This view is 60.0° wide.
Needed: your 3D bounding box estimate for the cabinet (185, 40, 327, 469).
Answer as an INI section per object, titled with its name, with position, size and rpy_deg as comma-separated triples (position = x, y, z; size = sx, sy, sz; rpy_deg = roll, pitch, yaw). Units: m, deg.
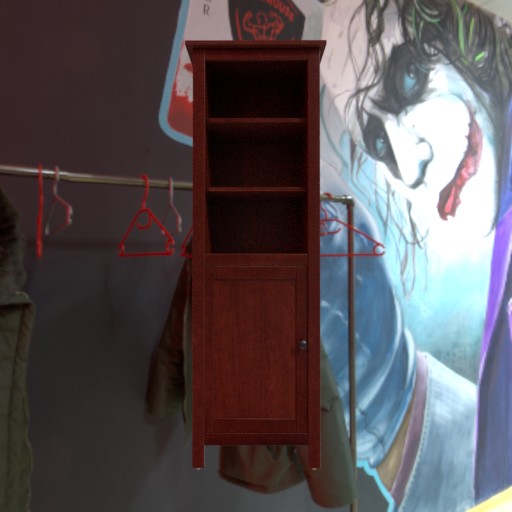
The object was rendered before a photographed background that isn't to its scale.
[cabinet]
position = 0.000, 0.000, 1.754
size = 0.500, 1.518, 0.401
rpy_deg = 0, -1, 0
